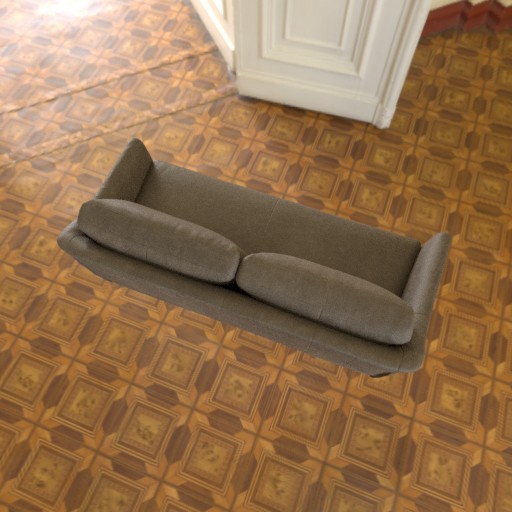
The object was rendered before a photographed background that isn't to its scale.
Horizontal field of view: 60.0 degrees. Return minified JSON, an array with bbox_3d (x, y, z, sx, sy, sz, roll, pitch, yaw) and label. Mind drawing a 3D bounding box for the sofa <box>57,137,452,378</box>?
[{"bbox_3d":[0.000,0.000,2.592,2.036,0.902,0.960,19,65,9],"label":"sofa"}]
